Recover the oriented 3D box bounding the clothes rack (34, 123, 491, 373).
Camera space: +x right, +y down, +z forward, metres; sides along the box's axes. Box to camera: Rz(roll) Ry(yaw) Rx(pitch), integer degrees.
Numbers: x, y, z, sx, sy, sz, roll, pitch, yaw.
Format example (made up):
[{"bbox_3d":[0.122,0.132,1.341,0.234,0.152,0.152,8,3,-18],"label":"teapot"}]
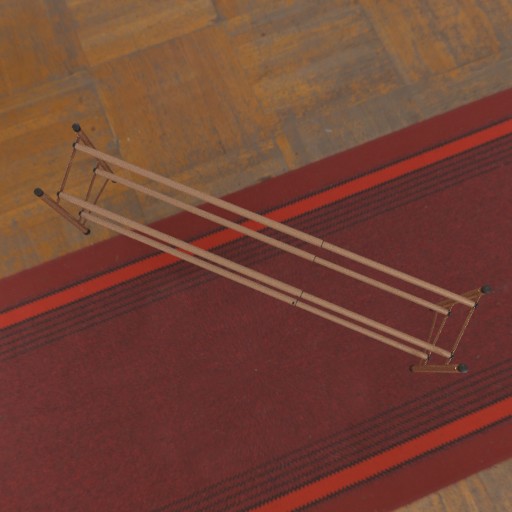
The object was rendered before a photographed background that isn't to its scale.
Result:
[{"bbox_3d":[0.000,0.000,1.287,1.168,0.349,0.229,22,77,6],"label":"clothes rack"}]
